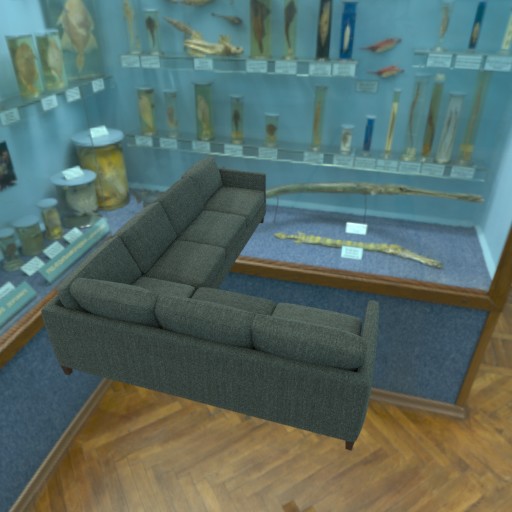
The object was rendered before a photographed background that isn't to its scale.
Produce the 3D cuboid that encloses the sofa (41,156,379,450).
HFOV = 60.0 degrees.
[{"bbox_3d":[0.000,0.000,4.598,2.593,0.947,3.302,9,34,14],"label":"sofa"}]
